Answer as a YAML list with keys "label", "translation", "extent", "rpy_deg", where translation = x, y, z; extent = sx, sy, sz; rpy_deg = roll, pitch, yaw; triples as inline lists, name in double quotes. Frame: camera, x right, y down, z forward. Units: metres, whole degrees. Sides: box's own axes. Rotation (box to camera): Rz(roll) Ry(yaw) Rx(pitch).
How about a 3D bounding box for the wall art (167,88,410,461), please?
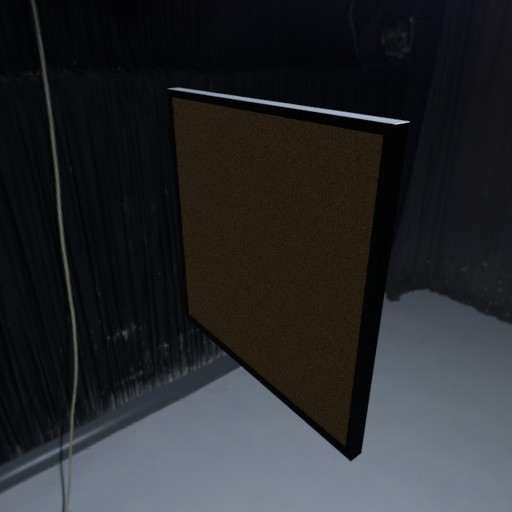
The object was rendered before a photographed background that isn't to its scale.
- label: "wall art"
  translation: [0.000, 0.000, 1.144]
  extent: [0.037, 0.761, 0.761]
  rpy_deg: [-19, 31, -34]
